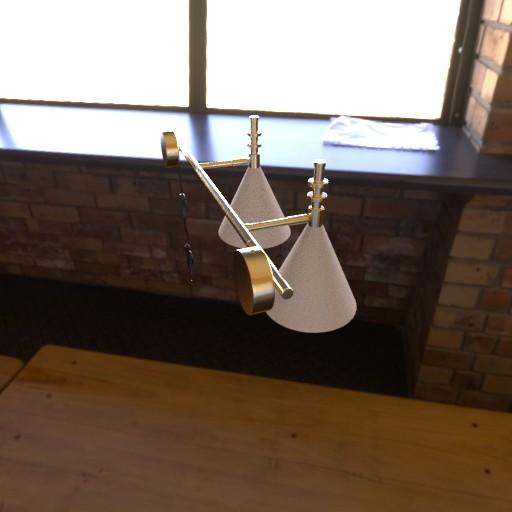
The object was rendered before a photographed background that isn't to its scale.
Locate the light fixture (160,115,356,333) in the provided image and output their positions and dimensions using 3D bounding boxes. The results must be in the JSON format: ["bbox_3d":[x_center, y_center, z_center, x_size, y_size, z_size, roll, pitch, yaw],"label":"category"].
[{"bbox_3d":[0.000,0.000,0.857,0.239,0.468,0.642,-11,33,-17],"label":"light fixture"}]
